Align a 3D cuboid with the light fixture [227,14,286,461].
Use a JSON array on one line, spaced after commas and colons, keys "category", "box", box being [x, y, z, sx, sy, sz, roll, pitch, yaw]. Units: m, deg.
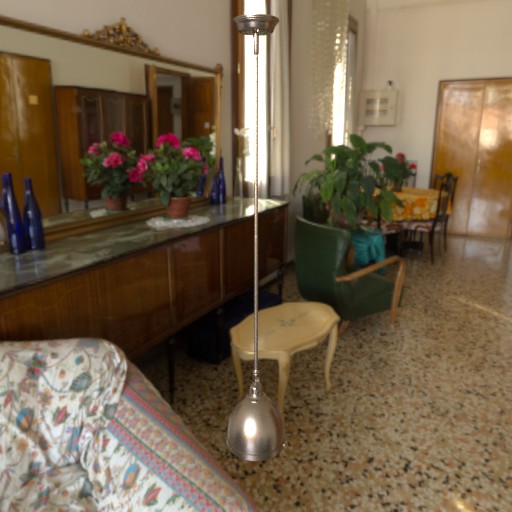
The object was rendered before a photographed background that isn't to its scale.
[{"category": "light fixture", "box": [0.000, 0.000, 1.419, 0.211, 1.367, 0.217, -2, 15, -9]}]
